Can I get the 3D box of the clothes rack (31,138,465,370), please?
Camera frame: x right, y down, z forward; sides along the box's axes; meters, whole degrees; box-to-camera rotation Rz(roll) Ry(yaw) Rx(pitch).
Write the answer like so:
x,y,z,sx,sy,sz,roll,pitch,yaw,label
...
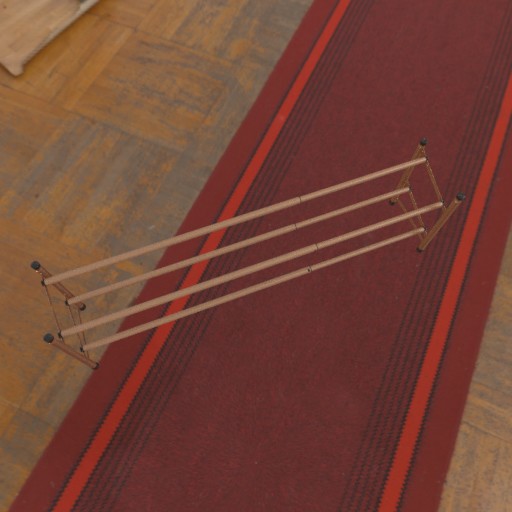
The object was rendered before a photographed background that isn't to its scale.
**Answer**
x,y,z,sx,sy,sz,roll,pitch,yaw,label
0.000,0.000,1.346,1.168,0.349,0.229,-19,66,-9,clothes rack
